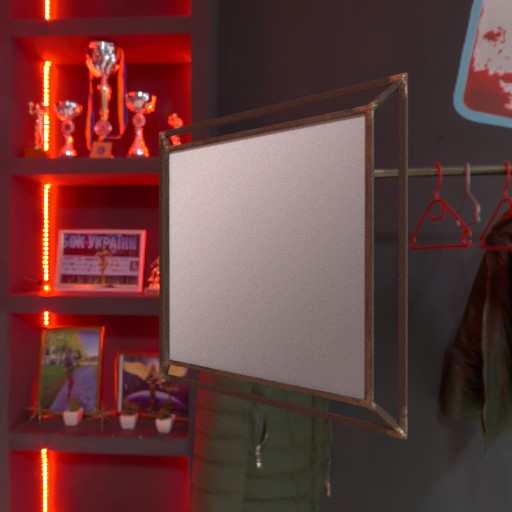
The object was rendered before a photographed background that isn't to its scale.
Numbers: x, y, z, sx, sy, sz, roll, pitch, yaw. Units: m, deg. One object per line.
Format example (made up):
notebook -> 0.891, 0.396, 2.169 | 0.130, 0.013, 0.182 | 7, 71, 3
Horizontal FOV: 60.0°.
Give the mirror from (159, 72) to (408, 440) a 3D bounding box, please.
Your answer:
mirror -> 0.000, 0.000, 0.912 | 0.610, 0.610, 0.032 | 0, 0, 37
